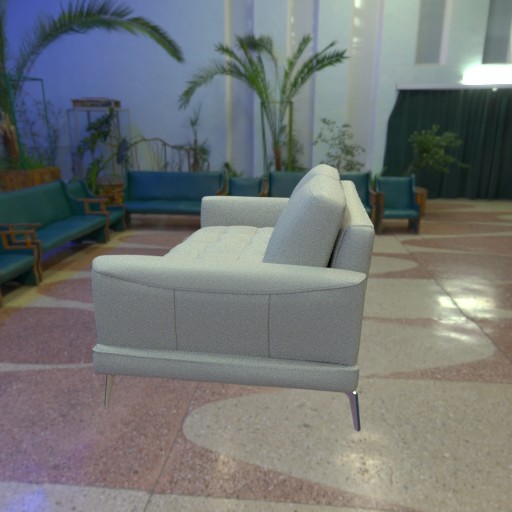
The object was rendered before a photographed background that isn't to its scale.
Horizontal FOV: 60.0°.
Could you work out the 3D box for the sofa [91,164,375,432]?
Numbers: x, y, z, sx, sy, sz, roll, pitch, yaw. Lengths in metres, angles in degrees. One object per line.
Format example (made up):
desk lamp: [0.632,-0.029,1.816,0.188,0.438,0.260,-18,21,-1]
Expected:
sofa: [0.000,0.000,2.498,1.121,0.930,1.819,2,16,9]
